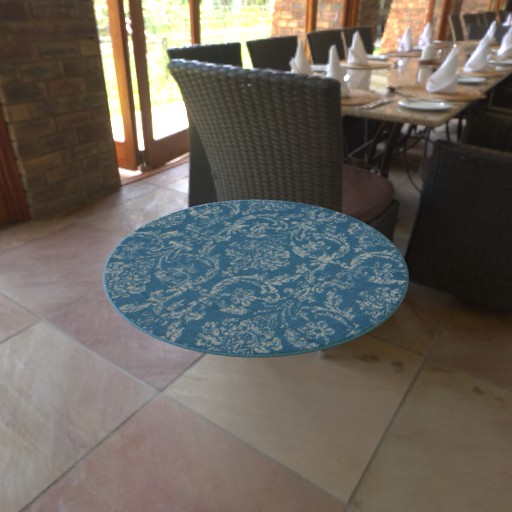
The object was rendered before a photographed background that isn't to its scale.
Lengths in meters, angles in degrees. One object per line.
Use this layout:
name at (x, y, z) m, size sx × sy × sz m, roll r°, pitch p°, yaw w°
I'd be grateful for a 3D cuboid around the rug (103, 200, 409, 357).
rug at (0.000, 0.000, 2.412) m, size 1.593 × 0.012 × 1.593 m, roll 0°, pitch 29°, yaw 0°
